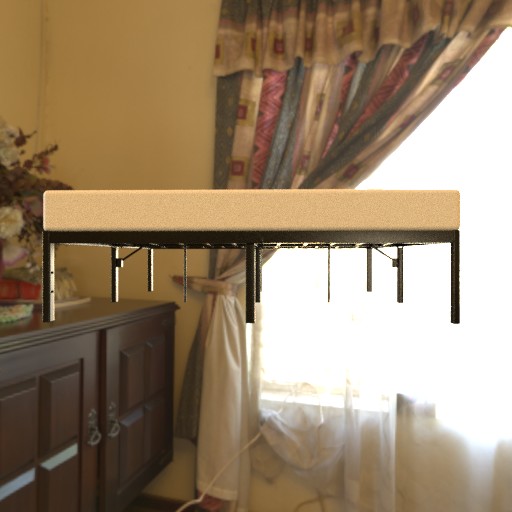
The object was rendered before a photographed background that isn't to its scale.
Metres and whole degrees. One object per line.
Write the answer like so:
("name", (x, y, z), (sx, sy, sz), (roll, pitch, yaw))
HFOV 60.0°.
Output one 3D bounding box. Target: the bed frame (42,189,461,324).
("bed frame", (0.000, 0.000, 3.146), (2.079, 0.659, 1.963), (0, 0, 2))
